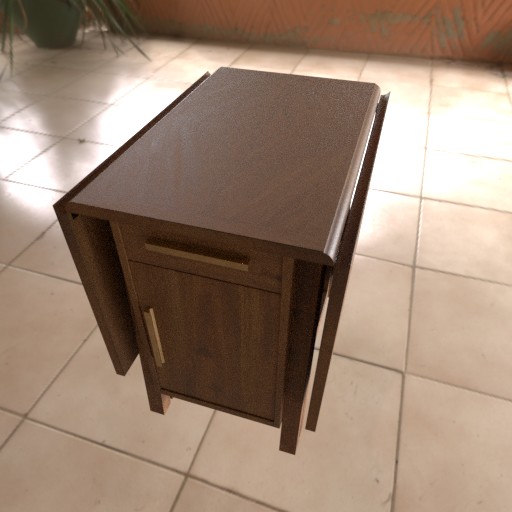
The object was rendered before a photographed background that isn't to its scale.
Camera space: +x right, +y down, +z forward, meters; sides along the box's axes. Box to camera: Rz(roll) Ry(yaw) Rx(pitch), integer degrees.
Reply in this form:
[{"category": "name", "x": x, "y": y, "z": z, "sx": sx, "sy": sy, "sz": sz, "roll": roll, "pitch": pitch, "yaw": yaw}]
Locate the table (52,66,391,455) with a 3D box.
[{"category": "table", "x": 0.000, "y": 0.000, "z": 1.619, "sx": 0.701, "sy": 0.981, "sz": 0.967, "roll": 12, "pitch": 42, "yaw": 13}]
